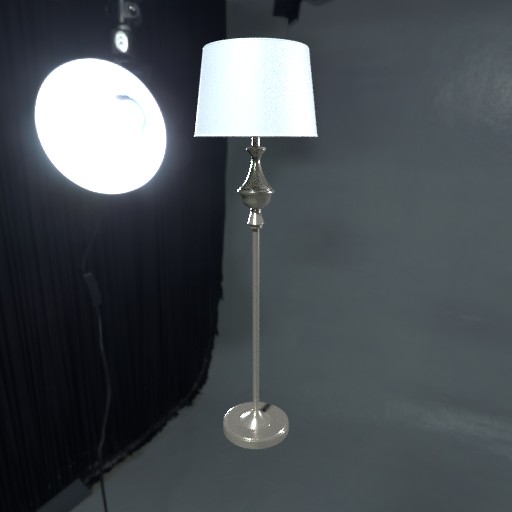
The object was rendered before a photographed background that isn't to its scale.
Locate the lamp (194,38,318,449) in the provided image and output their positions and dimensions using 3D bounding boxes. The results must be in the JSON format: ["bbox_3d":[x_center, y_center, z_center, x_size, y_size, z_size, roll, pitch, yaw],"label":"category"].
[{"bbox_3d":[0.000,0.000,1.671,0.431,1.488,0.431,0,15,0],"label":"lamp"}]
